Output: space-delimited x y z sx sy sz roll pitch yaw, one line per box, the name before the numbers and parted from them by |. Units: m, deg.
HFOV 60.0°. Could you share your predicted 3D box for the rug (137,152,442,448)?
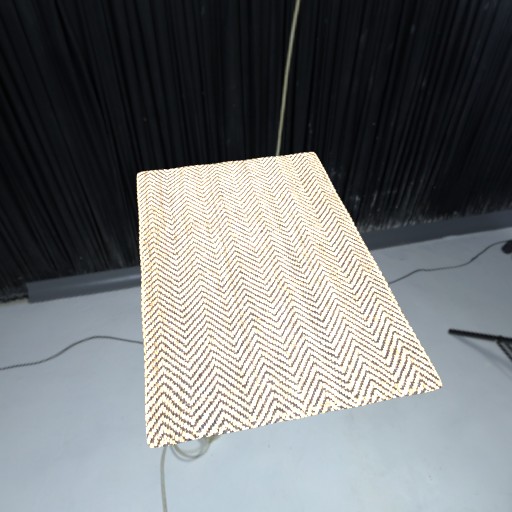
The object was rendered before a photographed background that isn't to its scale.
rug | 0.000 0.000 2.376 1.219 0.008 1.828 -9 46 -8
